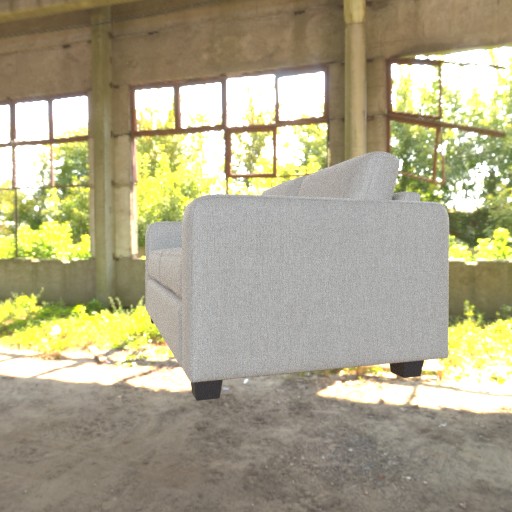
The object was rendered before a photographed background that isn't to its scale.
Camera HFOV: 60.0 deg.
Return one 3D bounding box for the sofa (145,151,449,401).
[{"bbox_3d":[0.000,0.000,2.070,0.900,0.800,1.540,0,1,-18],"label":"sofa"}]
